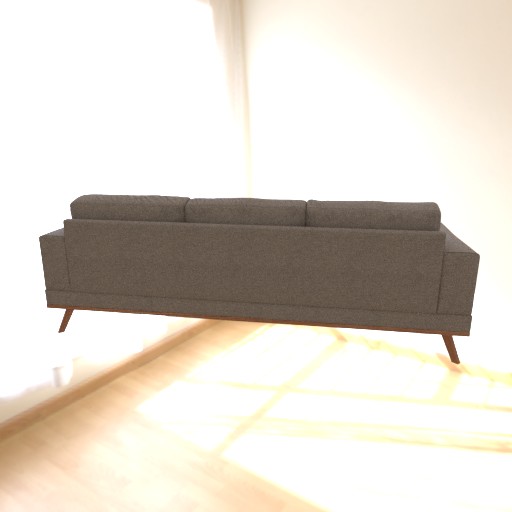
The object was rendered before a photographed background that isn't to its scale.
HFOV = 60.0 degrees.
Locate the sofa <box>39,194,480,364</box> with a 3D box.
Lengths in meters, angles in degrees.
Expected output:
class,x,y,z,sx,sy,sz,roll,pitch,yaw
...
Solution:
class,x,y,z,sx,sy,sz,roll,pitch,yaw
sofa,0.000,0.000,2.734,2.310,0.810,0.920,3,16,9
